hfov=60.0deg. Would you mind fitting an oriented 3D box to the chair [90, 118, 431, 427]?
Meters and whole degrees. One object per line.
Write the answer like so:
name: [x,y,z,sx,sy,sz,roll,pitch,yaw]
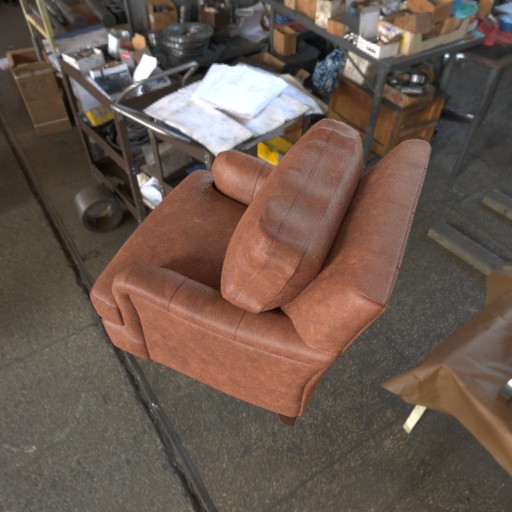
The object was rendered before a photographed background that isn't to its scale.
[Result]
chair: [0.000,0.000,1.962,1.158,1.055,0.986,17,49,16]
